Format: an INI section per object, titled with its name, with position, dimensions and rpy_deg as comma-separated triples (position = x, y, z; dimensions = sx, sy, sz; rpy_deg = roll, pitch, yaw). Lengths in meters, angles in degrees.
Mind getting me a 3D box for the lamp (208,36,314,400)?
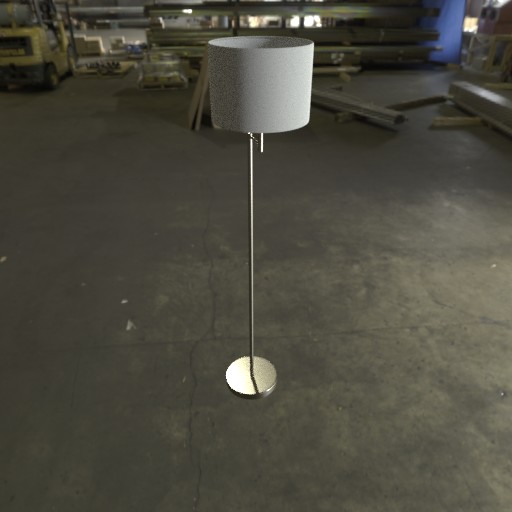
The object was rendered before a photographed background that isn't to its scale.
[lamp]
position = 0.000, 0.000, 1.816
dimensions = 0.324, 1.600, 0.416
rpy_deg = -10, 33, -16
